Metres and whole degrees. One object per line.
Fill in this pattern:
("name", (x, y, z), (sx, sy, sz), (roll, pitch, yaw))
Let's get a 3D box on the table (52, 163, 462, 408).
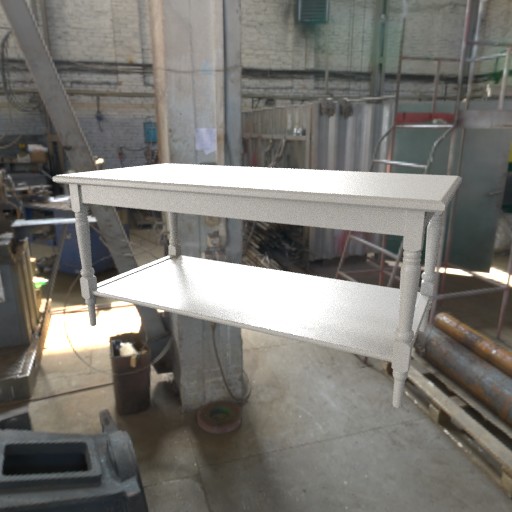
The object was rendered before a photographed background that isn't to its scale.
("table", (0.000, 0.000, 1.408), (1.109, 0.506, 0.551), (8, 18, 26))
